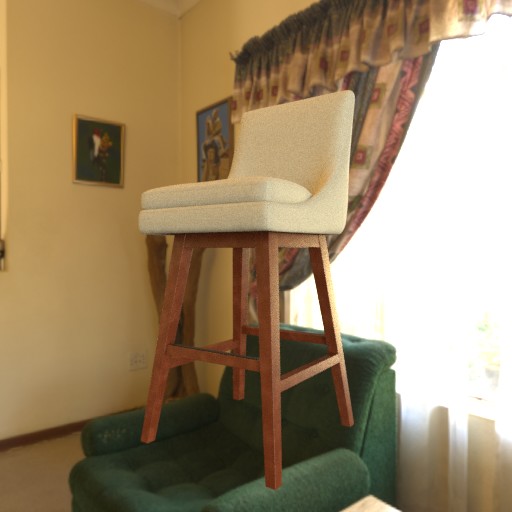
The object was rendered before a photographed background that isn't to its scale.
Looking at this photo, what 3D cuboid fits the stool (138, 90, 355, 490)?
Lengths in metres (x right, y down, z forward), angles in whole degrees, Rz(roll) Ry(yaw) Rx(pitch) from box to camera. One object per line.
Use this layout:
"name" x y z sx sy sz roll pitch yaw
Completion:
"stool" 0.000 0.000 1.379 0.470 1.092 0.559 1 1 35
